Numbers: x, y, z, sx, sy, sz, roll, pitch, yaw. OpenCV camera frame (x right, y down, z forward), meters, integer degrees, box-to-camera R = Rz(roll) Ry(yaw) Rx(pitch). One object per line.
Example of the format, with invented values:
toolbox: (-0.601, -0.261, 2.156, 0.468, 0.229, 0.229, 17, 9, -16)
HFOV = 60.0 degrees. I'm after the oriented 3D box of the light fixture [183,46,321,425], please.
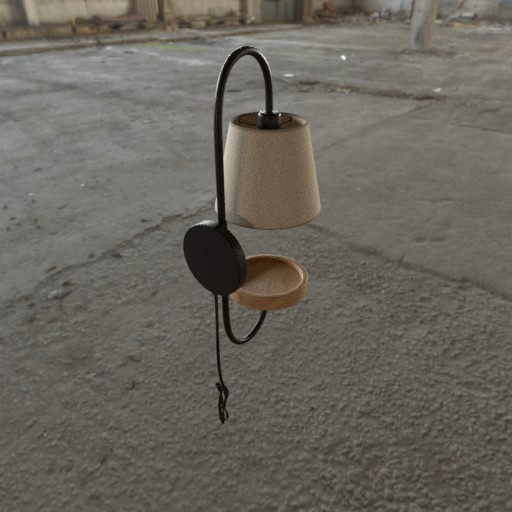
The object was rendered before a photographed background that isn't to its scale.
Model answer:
light fixture: (0.000, 0.000, 0.950, 0.220, 0.821, 0.299, 22, 37, 32)
